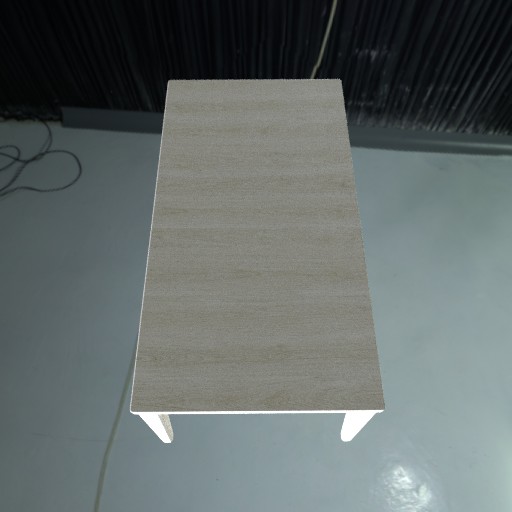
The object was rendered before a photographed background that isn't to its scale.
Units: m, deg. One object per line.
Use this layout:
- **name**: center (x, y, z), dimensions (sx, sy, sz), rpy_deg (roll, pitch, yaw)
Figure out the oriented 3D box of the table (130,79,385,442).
- **table**: center (0.000, 0.000, 2.142), dimensions (0.900, 0.760, 1.600), rpy_deg (0, 63, 0)
